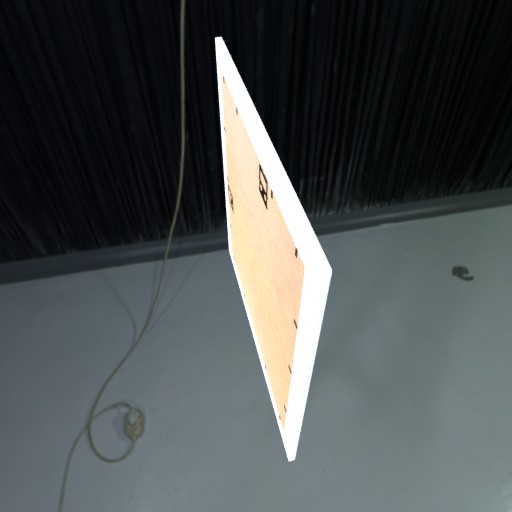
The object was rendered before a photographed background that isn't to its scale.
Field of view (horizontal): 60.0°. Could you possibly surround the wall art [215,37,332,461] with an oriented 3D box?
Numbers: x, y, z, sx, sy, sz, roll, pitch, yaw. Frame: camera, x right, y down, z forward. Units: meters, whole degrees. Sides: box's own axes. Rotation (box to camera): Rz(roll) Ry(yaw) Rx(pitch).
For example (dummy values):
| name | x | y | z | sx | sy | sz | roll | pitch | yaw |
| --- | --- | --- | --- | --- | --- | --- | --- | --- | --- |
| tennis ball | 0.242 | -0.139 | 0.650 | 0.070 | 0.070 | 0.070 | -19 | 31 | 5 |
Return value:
| name | x | y | z | sx | sy | sz | roll | pitch | yaw |
| --- | --- | --- | --- | --- | --- | --- | --- | --- | --- |
| wall art | 0.000 | 0.000 | 0.849 | 0.013 | 0.584 | 0.584 | -10 | 49 | -9 |
